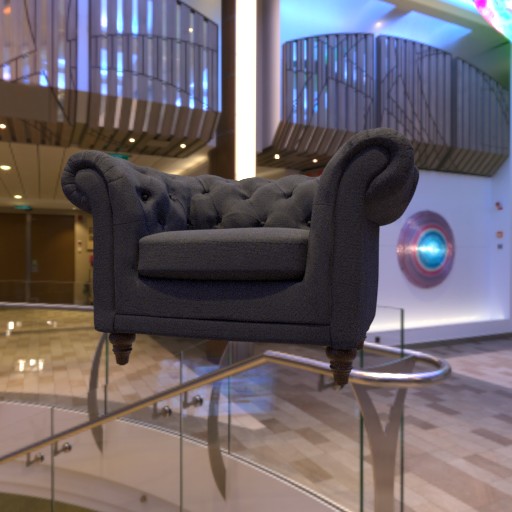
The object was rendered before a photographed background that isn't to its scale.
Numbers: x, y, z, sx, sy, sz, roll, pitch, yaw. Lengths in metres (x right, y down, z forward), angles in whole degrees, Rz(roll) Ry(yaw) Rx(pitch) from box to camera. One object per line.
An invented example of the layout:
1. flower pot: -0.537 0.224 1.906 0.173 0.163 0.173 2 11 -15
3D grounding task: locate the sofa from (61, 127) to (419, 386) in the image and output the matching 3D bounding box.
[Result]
1. sofa: 0.000 0.000 2.044 1.405 0.878 1.032 0 0 18
